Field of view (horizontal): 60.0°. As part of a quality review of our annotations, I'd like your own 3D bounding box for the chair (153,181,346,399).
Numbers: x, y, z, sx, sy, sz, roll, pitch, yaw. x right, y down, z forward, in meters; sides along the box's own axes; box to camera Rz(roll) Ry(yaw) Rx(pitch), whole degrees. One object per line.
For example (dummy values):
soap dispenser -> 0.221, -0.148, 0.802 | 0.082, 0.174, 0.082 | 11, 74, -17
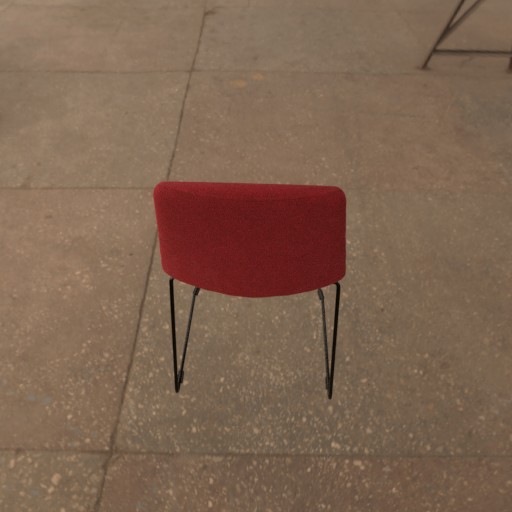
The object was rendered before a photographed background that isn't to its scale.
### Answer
chair -> 0.000, 0.000, 1.167 | 0.479, 0.858, 0.518 | 2, 47, 2
